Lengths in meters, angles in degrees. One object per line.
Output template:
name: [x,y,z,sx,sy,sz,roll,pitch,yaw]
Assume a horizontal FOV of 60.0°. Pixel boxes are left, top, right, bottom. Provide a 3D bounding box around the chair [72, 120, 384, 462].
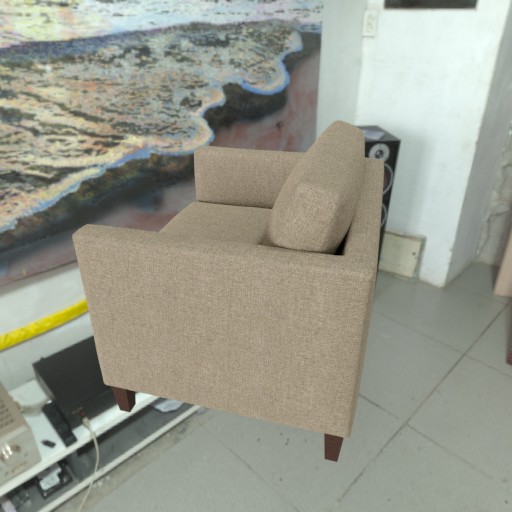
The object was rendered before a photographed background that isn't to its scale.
chair: [0.000,0.000,1.849,0.959,0.987,1.107,8,30,14]
